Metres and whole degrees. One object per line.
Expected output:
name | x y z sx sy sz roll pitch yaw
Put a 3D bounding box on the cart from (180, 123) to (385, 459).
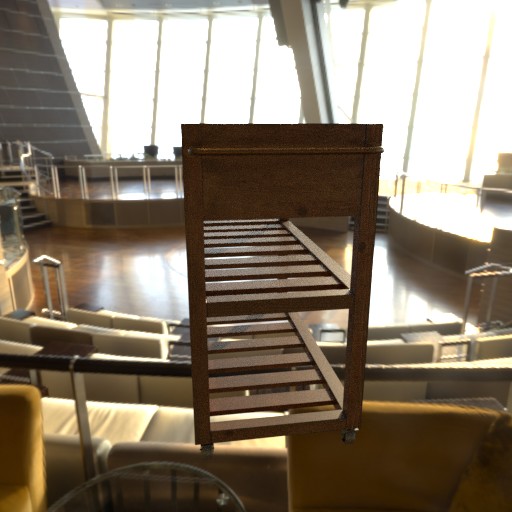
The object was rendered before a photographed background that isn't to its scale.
cart | 0.000 0.000 1.464 0.445 0.830 1.065 -2 16 -8
